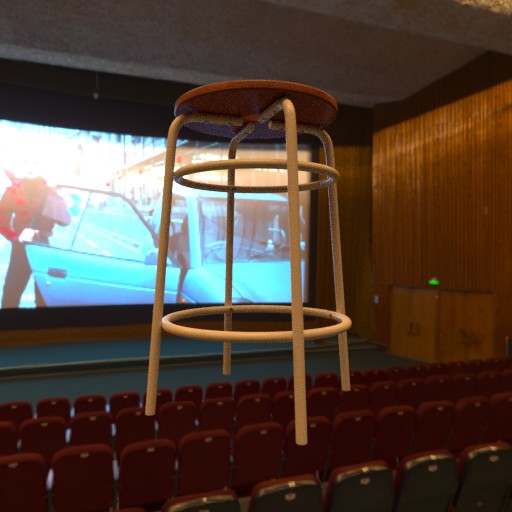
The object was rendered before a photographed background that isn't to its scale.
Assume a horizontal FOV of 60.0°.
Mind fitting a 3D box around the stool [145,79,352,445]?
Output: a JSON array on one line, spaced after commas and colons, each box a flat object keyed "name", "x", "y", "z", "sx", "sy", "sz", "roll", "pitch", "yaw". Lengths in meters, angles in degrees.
[{"name": "stool", "x": 0.000, "y": 0.000, "z": 0.930, "sx": 0.455, "sy": 0.610, "sz": 0.455, "roll": 0, "pitch": 1, "yaw": -20}]
